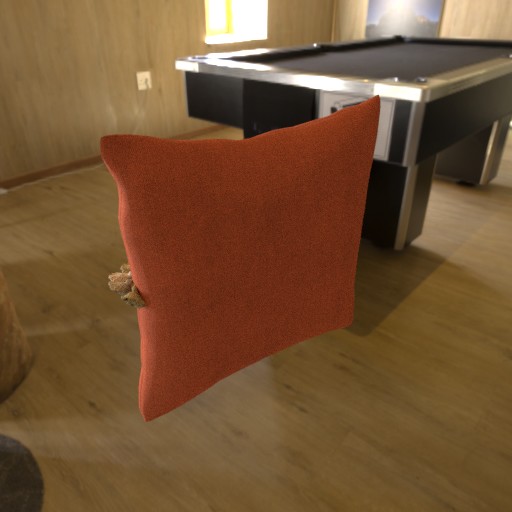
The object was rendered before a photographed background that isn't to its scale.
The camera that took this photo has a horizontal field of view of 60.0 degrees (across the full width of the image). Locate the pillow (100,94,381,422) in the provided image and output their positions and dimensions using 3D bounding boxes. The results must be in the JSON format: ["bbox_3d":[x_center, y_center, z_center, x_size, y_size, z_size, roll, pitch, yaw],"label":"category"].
[{"bbox_3d":[0.000,0.000,0.752,0.490,0.482,0.165,-18,35,-28],"label":"pillow"}]
